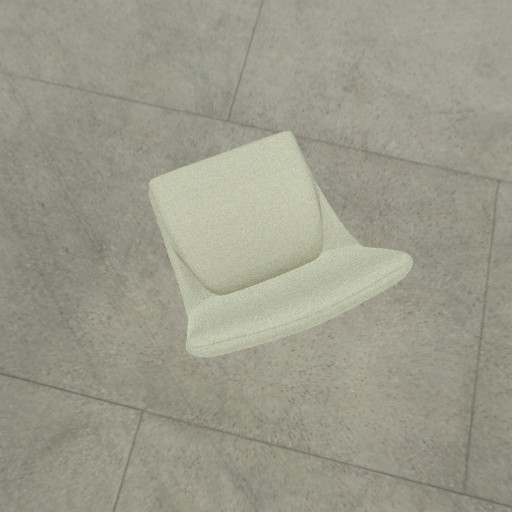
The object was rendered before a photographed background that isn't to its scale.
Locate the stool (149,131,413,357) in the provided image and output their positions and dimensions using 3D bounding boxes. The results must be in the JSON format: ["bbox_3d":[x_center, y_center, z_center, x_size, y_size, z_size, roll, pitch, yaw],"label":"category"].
[{"bbox_3d":[0.000,0.000,1.331,0.469,0.991,0.559,-21,76,-5],"label":"stool"}]
